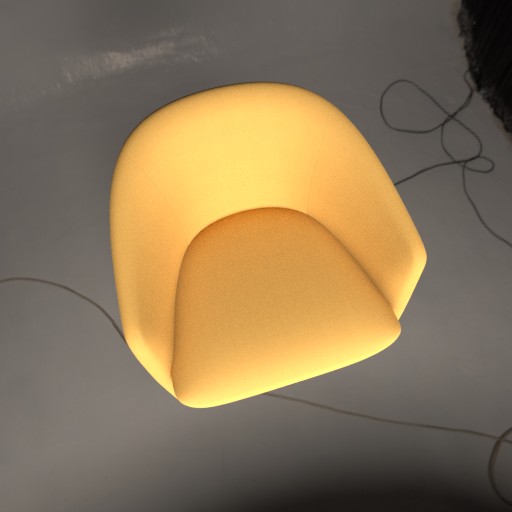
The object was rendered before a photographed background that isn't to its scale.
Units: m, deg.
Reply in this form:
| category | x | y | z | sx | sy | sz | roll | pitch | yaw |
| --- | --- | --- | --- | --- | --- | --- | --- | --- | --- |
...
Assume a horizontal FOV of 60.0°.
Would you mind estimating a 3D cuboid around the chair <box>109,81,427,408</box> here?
| category | x | y | z | sx | sy | sz | roll | pitch | yaw |
| --- | --- | --- | --- | --- | --- | --- | --- | --- | --- |
| chair | 0.000 | 0.000 | 1.367 | 0.773 | 0.698 | 0.767 | -15 | 64 | -8 |
